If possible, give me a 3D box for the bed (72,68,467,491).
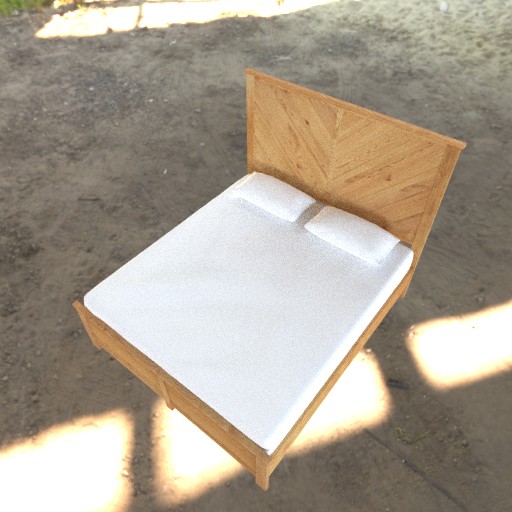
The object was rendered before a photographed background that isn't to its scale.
[{"bbox_3d":[0.000,0.000,3.979,2.225,1.938,2.530,30,53,25],"label":"bed"}]
